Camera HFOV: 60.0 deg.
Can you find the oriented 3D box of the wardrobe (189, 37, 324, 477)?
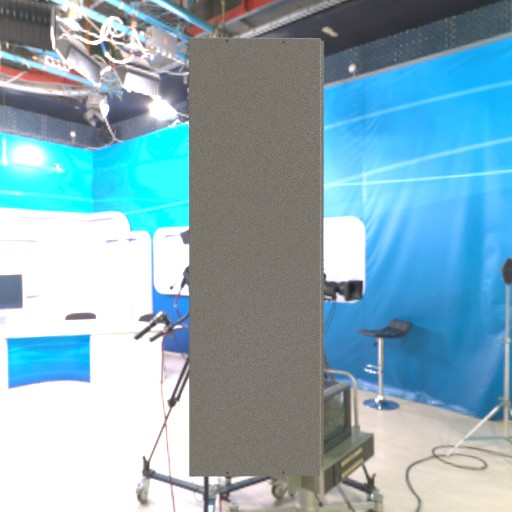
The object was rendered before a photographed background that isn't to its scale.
[{"bbox_3d":[0.000,0.000,2.866,0.629,1.960,1.780,0,0,-1],"label":"wardrobe"}]
